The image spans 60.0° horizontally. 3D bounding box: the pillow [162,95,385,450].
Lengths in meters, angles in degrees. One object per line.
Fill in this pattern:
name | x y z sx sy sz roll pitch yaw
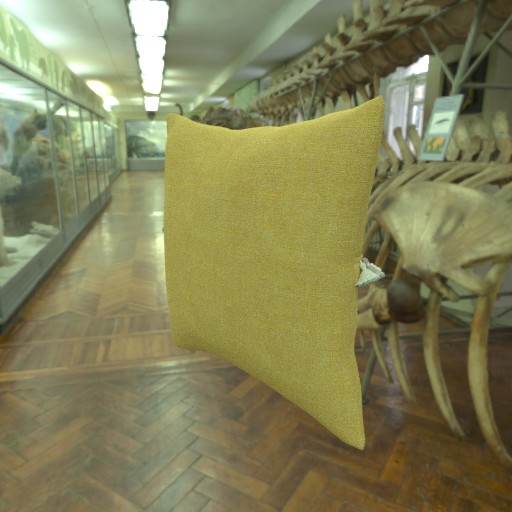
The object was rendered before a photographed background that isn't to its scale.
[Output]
pillow | 0.000 0.000 0.755 0.167 0.481 0.485 -13 19 -42
